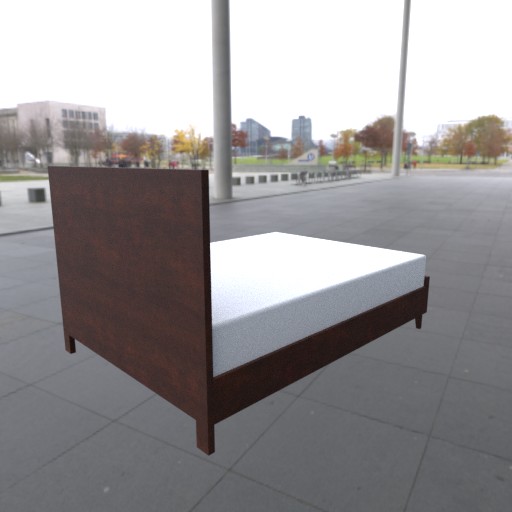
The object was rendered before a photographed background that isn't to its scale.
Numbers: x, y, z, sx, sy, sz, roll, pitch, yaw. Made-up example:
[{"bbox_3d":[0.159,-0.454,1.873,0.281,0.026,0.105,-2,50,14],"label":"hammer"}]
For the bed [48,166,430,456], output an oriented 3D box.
[{"bbox_3d":[0.000,0.000,3.176,2.184,1.270,1.600,-12,17,-43],"label":"bed"}]
